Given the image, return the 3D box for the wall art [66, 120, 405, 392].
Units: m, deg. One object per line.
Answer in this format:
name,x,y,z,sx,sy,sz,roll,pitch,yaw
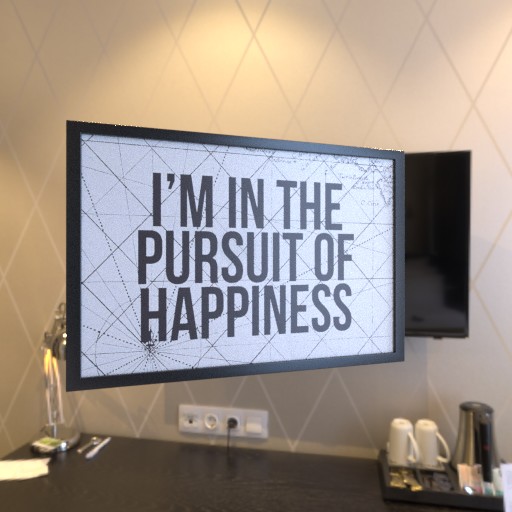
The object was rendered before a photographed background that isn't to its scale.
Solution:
wall art,0.000,0.000,1.037,0.819,0.552,0.015,0,0,-19
